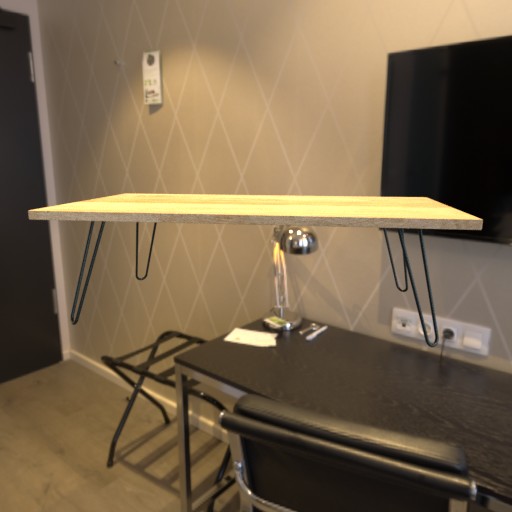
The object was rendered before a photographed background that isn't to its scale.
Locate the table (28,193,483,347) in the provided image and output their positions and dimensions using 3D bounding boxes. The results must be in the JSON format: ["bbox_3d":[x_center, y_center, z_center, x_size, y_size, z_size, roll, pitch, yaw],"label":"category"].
[{"bbox_3d":[0.000,0.000,1.675,1.348,0.400,0.699,2,13,9],"label":"table"}]
